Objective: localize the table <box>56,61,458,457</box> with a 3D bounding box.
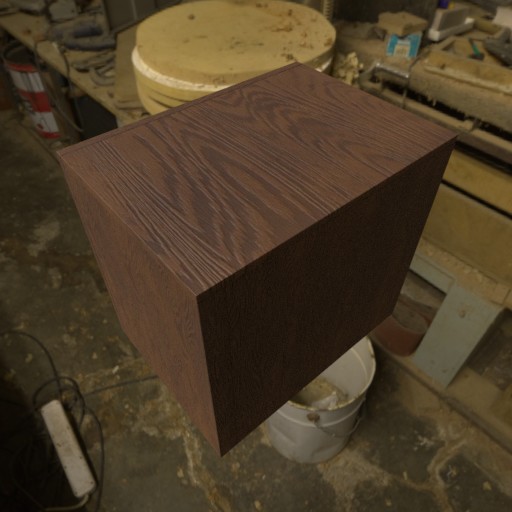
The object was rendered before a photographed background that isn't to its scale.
[{"bbox_3d":[0.000,0.000,0.976,0.560,0.585,0.439,-31,54,-27],"label":"table"}]
